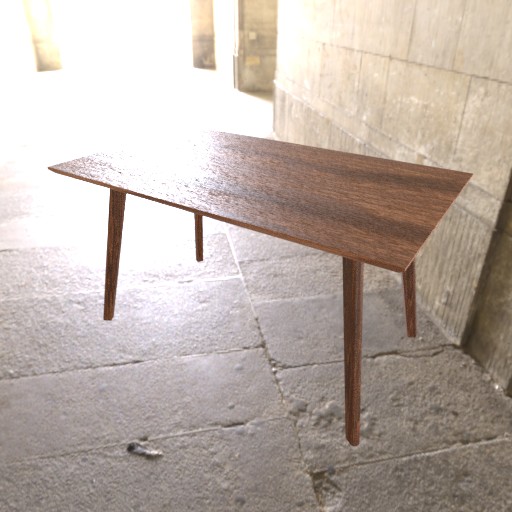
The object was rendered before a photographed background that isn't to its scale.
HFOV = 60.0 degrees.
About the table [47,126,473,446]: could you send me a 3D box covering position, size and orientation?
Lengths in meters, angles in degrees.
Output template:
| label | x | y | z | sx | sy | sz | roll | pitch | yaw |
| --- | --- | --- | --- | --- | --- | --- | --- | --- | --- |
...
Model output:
| label | x | y | z | sx | sy | sz | roll | pitch | yaw |
| --- | --- | --- | --- | --- | --- | --- | --- | --- | --- |
| table | 0.000 | 0.000 | 1.807 | 1.349 | 0.724 | 0.801 | 18 | 34 | 29 |
